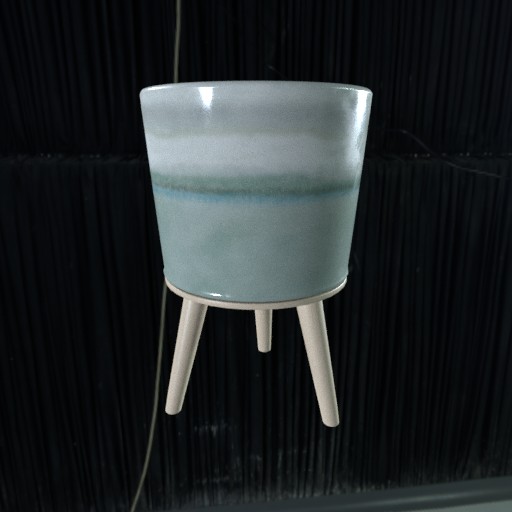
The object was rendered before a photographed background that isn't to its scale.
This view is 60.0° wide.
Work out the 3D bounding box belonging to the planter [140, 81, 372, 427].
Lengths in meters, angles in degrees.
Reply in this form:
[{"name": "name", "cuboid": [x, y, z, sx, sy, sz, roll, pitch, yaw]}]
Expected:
[{"name": "planter", "cuboid": [0.000, 0.000, 0.577, 0.265, 0.404, 0.265, -3, 17, -10]}]
